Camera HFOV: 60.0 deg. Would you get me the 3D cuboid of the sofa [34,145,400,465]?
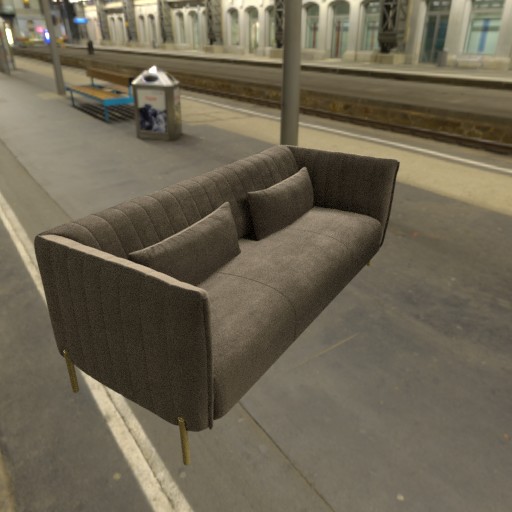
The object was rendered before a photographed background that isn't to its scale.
[{"bbox_3d":[0.000,0.000,2.385,0.876,0.780,1.980,16,31,29],"label":"sofa"}]
